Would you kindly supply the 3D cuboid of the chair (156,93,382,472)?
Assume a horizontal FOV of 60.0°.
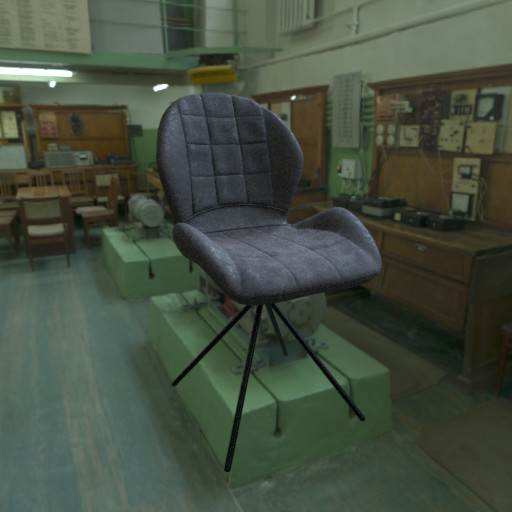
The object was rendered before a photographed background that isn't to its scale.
[{"bbox_3d":[0.000,0.000,1.297,0.527,0.934,0.640,-8,18,-26],"label":"chair"}]
